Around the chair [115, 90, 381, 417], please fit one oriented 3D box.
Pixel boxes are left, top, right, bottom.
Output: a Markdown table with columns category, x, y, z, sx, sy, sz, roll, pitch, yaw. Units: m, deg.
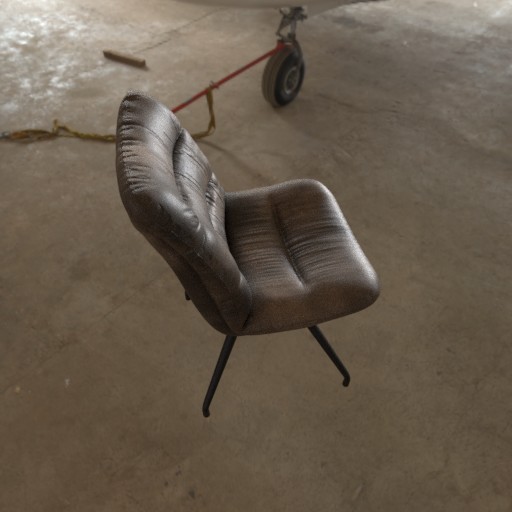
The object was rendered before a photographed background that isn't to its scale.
| category | x | y | z | sx | sy | sz | roll | pitch | yaw |
| --- | --- | --- | --- | --- | --- | --- | --- | --- | --- |
| chair | 0.000 | 0.000 | 1.286 | 0.622 | 0.870 | 0.549 | -9 | 47 | -9 |
